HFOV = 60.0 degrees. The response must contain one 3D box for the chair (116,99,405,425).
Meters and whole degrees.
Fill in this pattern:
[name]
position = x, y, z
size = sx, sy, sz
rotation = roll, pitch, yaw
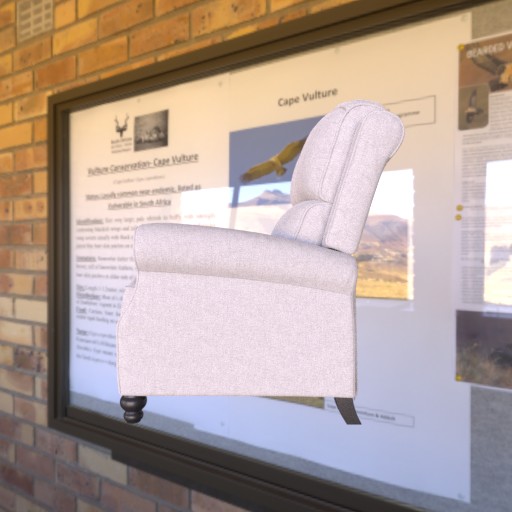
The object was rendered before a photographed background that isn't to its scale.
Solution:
[chair]
position = 0.000, 0.000, 1.740
size = 0.919, 1.046, 0.859
rotation = 0, 0, 0
